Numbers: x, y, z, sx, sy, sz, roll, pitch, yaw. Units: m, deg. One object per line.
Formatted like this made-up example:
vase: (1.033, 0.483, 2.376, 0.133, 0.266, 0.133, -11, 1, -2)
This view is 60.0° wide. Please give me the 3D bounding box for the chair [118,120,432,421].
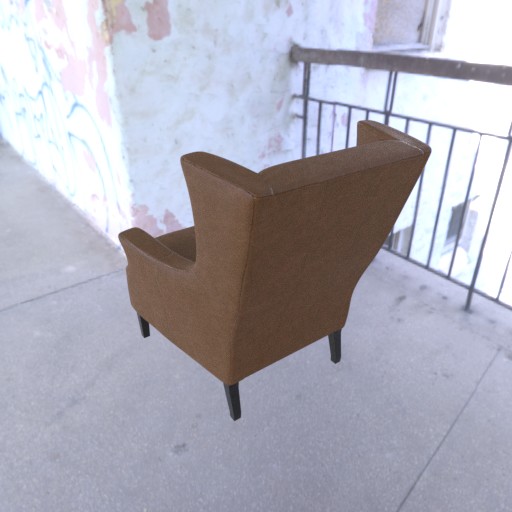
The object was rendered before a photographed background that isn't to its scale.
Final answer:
chair: (0.000, 0.000, 1.730, 0.852, 1.016, 0.925, -19, 35, -31)
